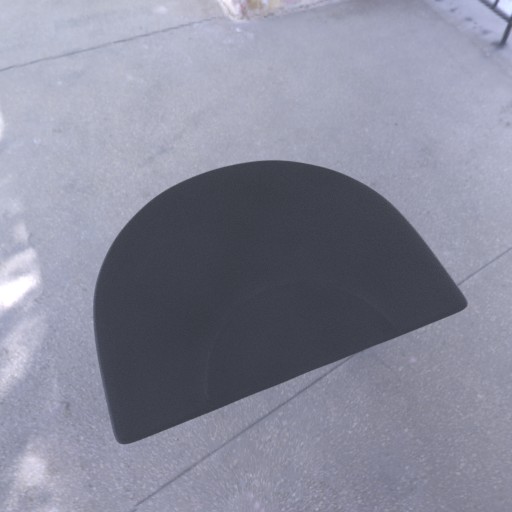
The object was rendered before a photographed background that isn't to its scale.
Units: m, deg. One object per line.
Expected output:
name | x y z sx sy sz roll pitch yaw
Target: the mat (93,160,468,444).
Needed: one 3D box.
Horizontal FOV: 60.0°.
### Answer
mat | 0.000 0.000 1.610 1.220 0.016 0.917 -19 60 -11
